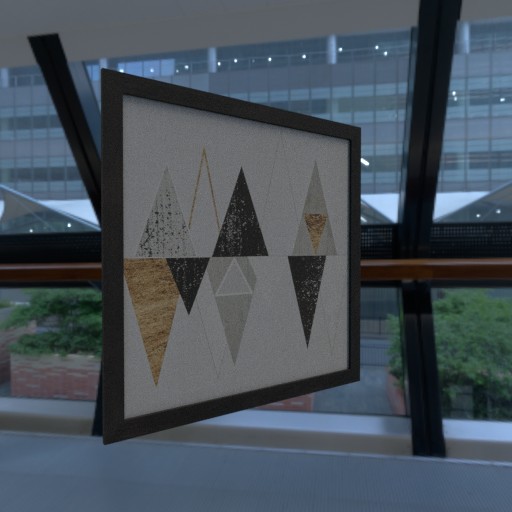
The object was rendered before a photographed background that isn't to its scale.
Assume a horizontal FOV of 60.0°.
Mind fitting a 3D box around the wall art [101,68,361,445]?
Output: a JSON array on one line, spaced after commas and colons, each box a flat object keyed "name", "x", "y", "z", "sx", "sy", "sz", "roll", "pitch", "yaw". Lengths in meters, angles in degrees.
[{"name": "wall art", "x": 0.000, "y": 0.000, "z": 1.209, "sx": 0.823, "sy": 0.823, "sz": 0.013, "roll": -1, "pitch": 1, "yaw": -35}]
